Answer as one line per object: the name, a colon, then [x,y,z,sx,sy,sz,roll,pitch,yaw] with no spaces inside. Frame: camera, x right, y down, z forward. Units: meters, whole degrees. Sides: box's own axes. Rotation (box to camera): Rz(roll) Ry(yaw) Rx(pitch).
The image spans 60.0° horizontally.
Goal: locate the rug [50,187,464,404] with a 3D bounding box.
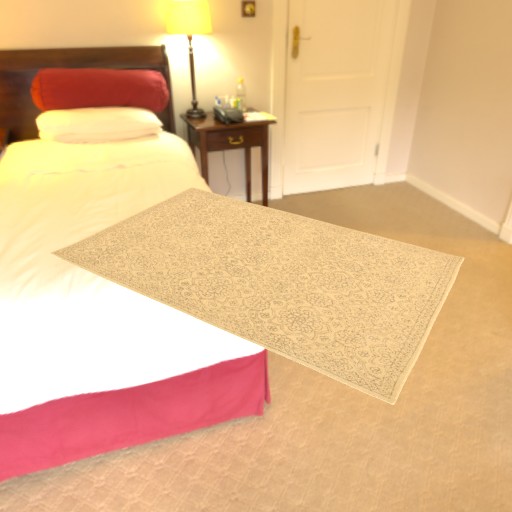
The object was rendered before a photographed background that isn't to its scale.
rug: [0.000,0.000,3.056,2.434,0.023,1.518,18,35,28]
